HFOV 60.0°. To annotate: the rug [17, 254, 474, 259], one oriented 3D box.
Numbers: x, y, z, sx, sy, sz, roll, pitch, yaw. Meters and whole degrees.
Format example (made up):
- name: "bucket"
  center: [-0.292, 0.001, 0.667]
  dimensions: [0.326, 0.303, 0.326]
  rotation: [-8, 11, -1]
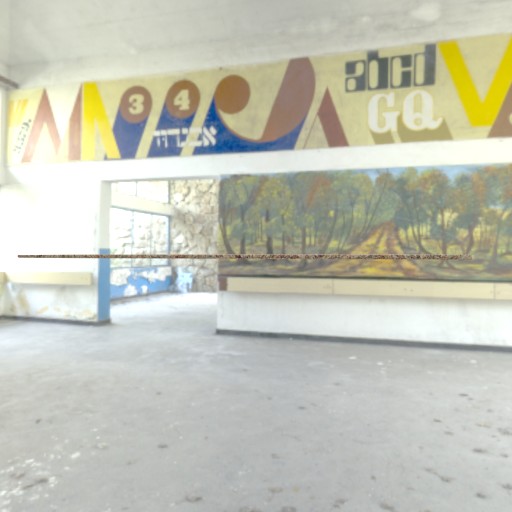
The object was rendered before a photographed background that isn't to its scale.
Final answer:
- name: "rug"
  center: [0.000, 0.000, 2.829]
  dimensions: [2.285, 0.019, 1.523]
  rotation: [0, 0, 17]
